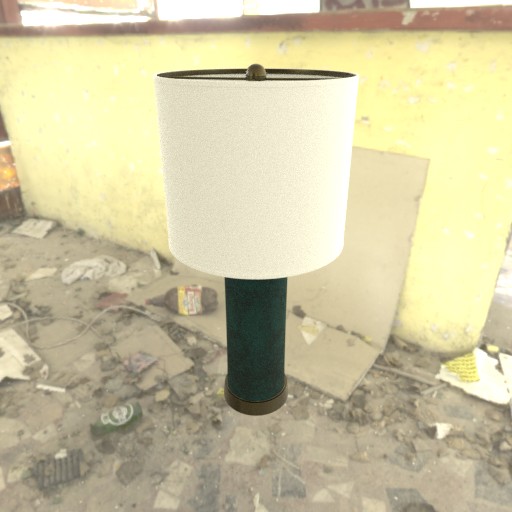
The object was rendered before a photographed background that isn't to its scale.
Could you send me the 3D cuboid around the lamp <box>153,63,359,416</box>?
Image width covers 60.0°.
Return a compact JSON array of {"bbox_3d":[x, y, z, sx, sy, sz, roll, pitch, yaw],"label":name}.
[{"bbox_3d":[0.000,0.000,0.790,0.301,0.630,0.301,-18,31,-33],"label":"lamp"}]
